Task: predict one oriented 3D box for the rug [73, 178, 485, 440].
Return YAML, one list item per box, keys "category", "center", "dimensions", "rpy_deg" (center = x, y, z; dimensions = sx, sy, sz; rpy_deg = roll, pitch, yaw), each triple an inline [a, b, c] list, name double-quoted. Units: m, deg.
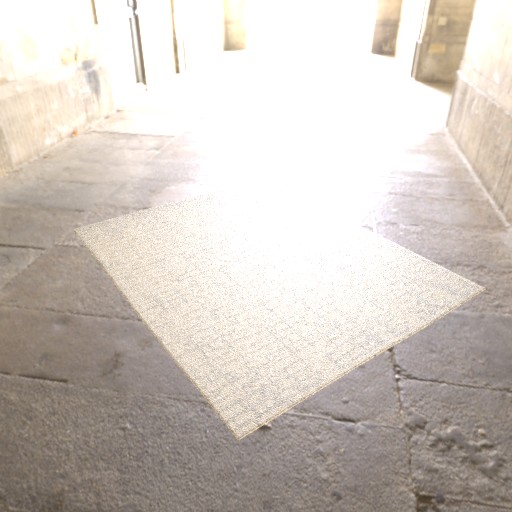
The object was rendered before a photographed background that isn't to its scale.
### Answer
- category: "rug"
  center: [0.000, 0.000, 4.076]
  dimensions: [2.447, 0.014, 3.061]
  rpy_deg: [-20, 36, -30]
